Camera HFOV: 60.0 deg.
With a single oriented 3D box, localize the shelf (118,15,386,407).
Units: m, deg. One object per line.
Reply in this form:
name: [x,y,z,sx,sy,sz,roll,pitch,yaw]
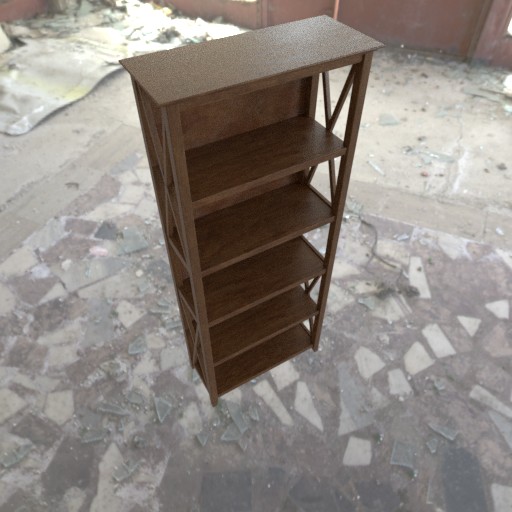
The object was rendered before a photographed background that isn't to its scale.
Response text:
shelf: [0.000,0.000,2.119,0.805,1.905,0.335,-23,51,-21]
